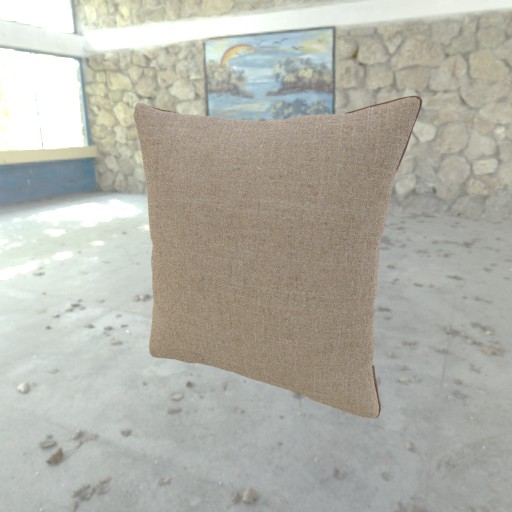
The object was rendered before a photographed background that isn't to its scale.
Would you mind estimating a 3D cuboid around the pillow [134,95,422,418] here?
[{"bbox_3d":[0.000,0.000,0.673,0.437,0.448,0.147,8,18,26],"label":"pillow"}]
